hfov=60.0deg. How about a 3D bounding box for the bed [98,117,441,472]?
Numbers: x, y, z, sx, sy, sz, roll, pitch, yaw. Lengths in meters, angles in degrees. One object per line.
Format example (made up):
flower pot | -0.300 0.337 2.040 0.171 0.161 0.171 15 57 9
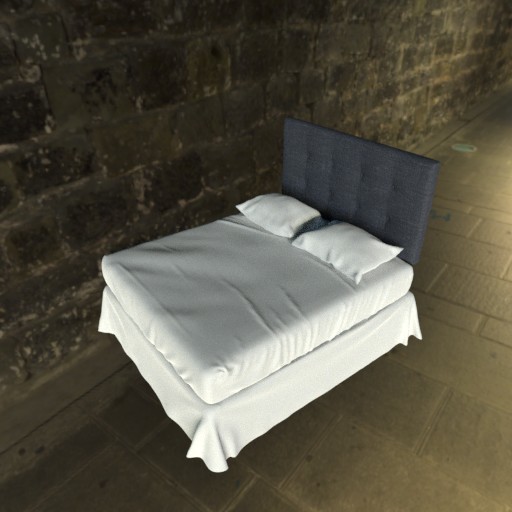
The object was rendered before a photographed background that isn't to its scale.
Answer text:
bed | 0.000 0.000 3.524 2.222 1.577 1.936 -21 37 -31
